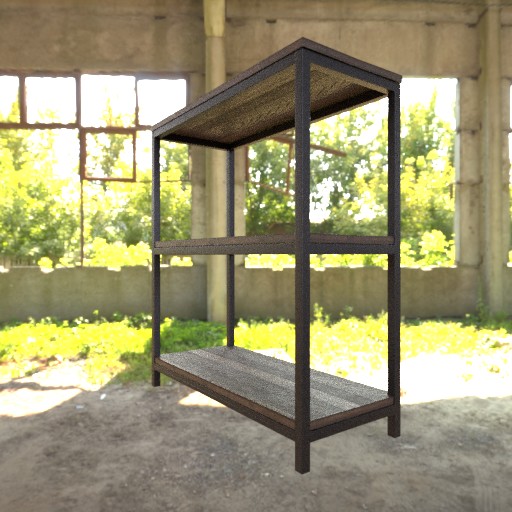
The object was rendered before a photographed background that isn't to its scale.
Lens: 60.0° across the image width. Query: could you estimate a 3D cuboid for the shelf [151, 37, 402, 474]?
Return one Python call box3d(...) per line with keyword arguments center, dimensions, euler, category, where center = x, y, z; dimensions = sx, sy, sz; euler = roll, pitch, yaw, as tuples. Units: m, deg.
box3d(center=(0.000, 0.000, 1.393), dimensions=(0.352, 0.947, 0.822), euler=(0, 0, -36), category="shelf")
